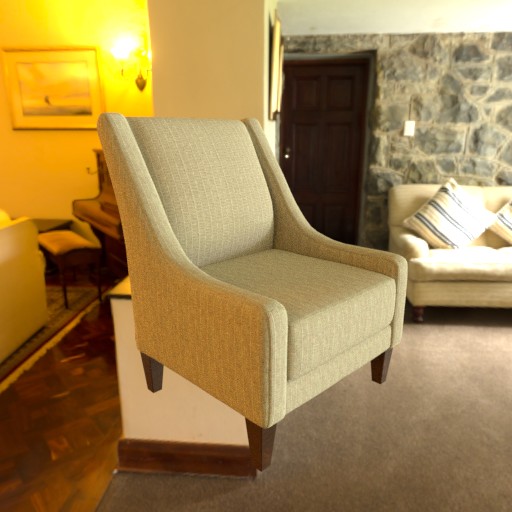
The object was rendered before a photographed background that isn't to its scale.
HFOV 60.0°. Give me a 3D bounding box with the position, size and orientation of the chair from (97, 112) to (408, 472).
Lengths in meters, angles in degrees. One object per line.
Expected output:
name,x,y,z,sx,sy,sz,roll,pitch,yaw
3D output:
chair,0.000,0.000,1.640,0.774,1.014,0.870,-15,21,-43
